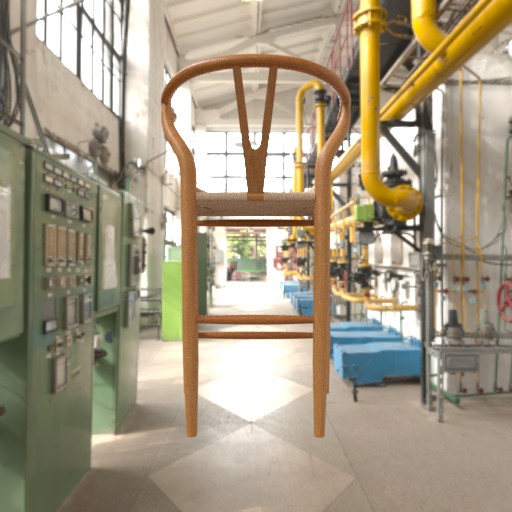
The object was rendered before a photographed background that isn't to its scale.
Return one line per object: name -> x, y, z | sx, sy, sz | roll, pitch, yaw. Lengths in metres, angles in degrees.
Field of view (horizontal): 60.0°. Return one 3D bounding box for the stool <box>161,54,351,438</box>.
stool -> 0.000, 0.000, 1.342 | 0.569, 0.970, 0.579 | 0, -1, 0
